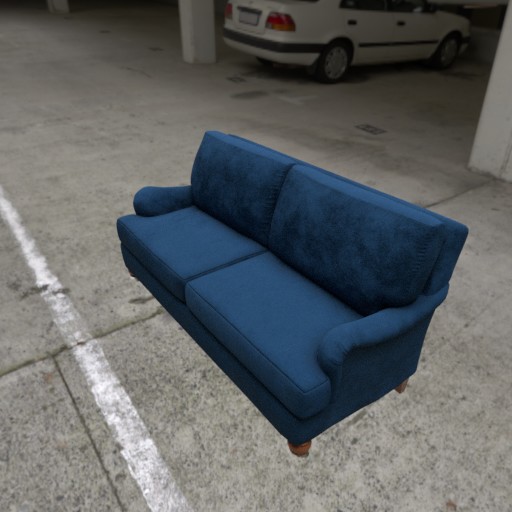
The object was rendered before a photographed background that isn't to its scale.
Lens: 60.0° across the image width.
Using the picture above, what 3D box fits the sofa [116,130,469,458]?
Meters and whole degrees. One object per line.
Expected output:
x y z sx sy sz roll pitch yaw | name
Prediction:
0.000 0.000 2.807 1.084 1.101 2.141 -21 36 -31 | sofa
